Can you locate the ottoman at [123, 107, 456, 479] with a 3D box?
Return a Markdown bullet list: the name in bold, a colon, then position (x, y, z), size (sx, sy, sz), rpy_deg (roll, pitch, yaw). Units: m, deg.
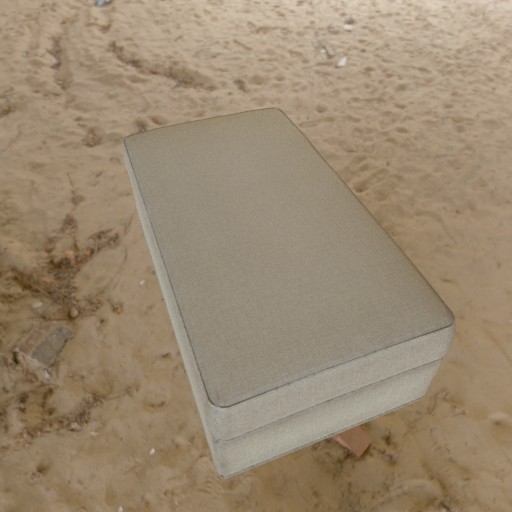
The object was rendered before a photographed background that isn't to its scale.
- **ottoman**: position (0.000, 0.000, 1.414), size (0.617, 0.461, 1.097), rpy_deg (-16, 49, -14)
